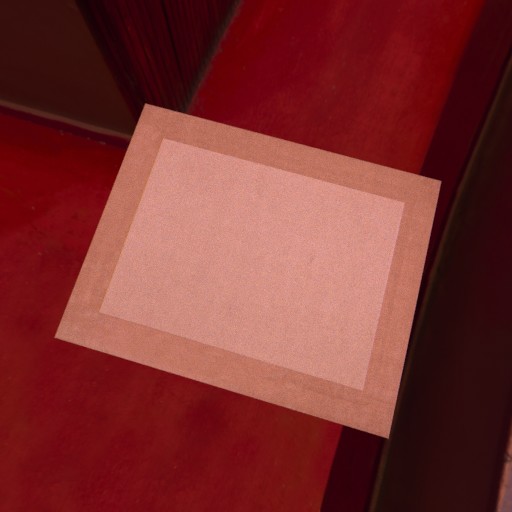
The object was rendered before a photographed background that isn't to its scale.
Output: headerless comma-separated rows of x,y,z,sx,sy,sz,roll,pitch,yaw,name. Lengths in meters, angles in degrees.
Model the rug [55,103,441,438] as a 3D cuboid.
0.000,0.000,4.134,3.048,0.014,2.438,16,77,4,rug
